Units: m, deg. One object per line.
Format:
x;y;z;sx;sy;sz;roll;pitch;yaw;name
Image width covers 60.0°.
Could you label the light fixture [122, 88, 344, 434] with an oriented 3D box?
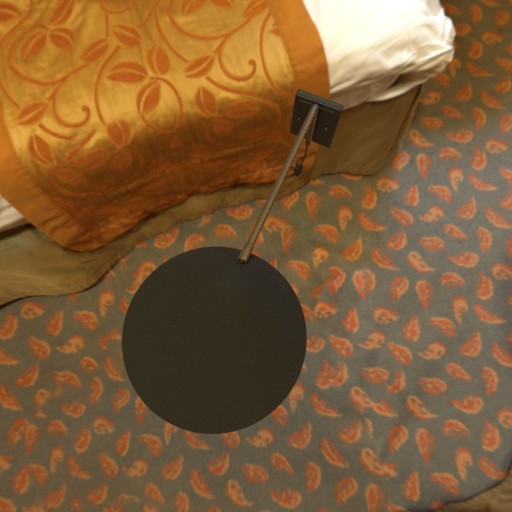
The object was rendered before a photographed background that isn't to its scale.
0.000;0.000;0.685;0.240;0.312;0.516;22;77;6;light fixture
